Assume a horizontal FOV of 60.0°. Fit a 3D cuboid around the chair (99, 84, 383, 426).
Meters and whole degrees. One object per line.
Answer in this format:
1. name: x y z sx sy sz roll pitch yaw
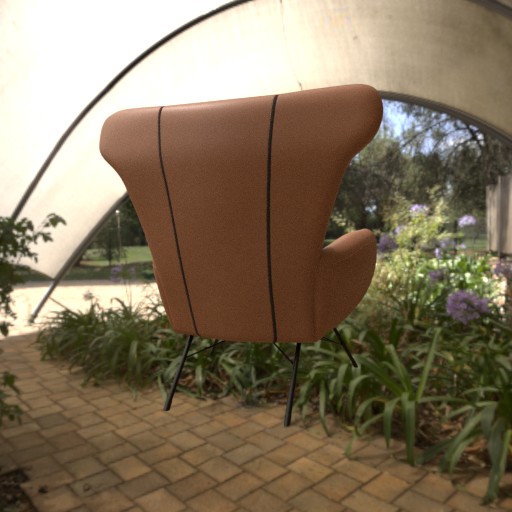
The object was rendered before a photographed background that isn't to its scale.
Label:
1. chair: 0.000 0.000 1.750 0.980 1.050 0.900 0 1 18
